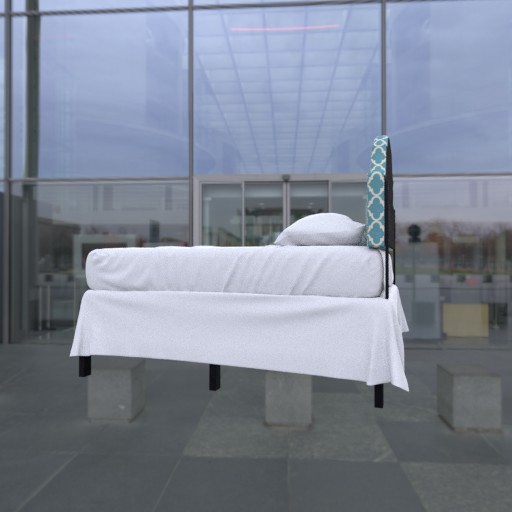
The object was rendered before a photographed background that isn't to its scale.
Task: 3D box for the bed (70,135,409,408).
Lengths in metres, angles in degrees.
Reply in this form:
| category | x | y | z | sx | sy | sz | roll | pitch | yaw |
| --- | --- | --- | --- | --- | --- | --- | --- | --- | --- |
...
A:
| category | x | y | z | sx | sy | sz | roll | pitch | yaw |
| --- | --- | --- | --- | --- | --- | --- | --- | --- | --- |
| bed | 0.000 | 0.000 | 3.401 | 2.222 | 1.633 | 1.780 | 0 | 0 | 19 |
